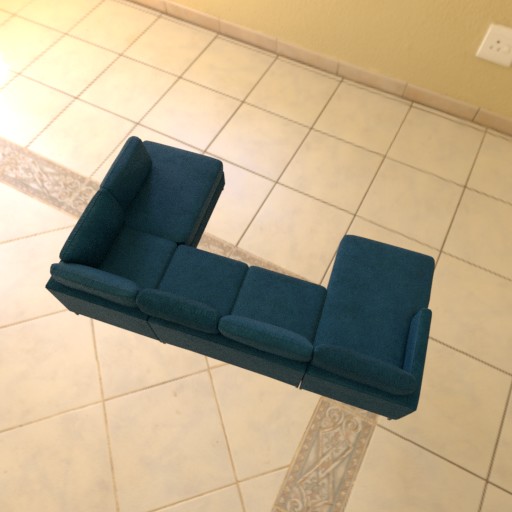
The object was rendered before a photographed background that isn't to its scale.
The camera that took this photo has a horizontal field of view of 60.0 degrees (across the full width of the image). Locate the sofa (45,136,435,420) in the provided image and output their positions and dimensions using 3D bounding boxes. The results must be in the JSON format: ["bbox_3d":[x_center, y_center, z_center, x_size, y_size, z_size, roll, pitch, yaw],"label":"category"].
[{"bbox_3d":[0.000,0.000,4.435,3.434,0.992,2.055,16,63,8],"label":"sofa"}]
